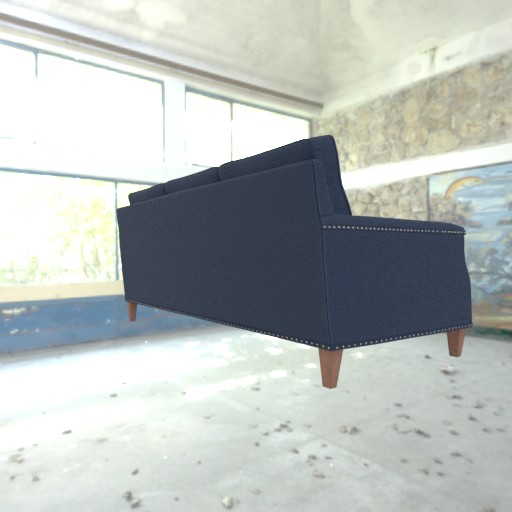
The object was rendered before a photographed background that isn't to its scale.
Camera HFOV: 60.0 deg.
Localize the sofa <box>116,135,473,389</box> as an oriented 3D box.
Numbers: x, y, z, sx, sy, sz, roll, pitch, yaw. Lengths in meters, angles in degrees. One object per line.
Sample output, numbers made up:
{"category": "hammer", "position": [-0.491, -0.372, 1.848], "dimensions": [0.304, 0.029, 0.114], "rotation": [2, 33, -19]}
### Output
{"category": "sofa", "position": [0.000, 0.000, 2.793], "dimensions": [1.084, 1.003, 2.246], "rotation": [0, 0, -36]}
